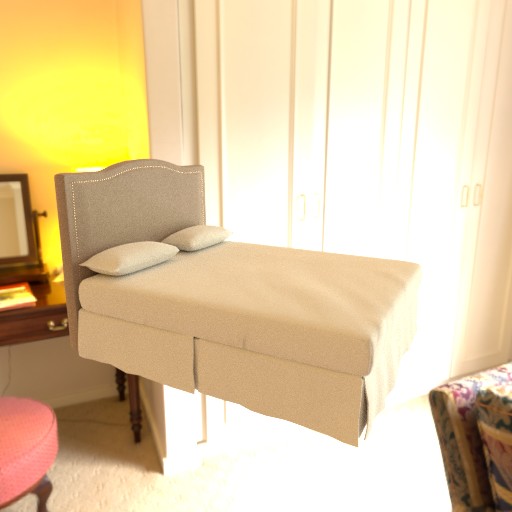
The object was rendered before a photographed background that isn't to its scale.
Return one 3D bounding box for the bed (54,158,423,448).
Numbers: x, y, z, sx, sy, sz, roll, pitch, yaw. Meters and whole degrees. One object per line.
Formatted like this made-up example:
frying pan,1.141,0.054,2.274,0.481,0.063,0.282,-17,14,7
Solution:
bed,0.000,0.000,3.415,2.282,1.436,1.821,7,16,27
